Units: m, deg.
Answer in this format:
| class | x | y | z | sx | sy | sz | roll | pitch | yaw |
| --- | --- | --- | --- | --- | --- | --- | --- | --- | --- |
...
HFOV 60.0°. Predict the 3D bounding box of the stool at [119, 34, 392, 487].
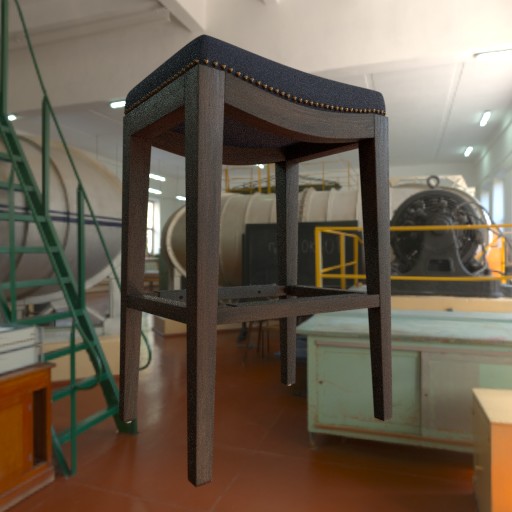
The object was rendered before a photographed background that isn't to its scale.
| class | x | y | z | sx | sy | sz | roll | pitch | yaw |
| --- | --- | --- | --- | --- | --- | --- | --- | --- | --- |
| stool | 0.000 | 0.000 | 0.989 | 0.498 | 0.740 | 0.358 | 0 | 1 | -36 |
